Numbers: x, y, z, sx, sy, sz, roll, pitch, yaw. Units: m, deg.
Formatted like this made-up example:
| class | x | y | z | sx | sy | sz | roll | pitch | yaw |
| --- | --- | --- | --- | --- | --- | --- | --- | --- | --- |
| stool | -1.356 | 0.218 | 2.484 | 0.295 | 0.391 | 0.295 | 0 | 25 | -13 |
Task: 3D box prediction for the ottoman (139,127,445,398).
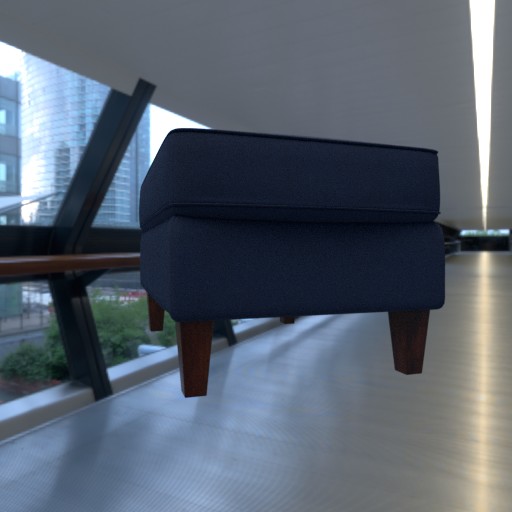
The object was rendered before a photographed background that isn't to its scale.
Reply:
| class | x | y | z | sx | sy | sz | roll | pitch | yaw |
| --- | --- | --- | --- | --- | --- | --- | --- | --- | --- |
| ottoman | 0.000 | 0.000 | 1.423 | 0.686 | 0.584 | 0.965 | 0 | 1 | -18 |
